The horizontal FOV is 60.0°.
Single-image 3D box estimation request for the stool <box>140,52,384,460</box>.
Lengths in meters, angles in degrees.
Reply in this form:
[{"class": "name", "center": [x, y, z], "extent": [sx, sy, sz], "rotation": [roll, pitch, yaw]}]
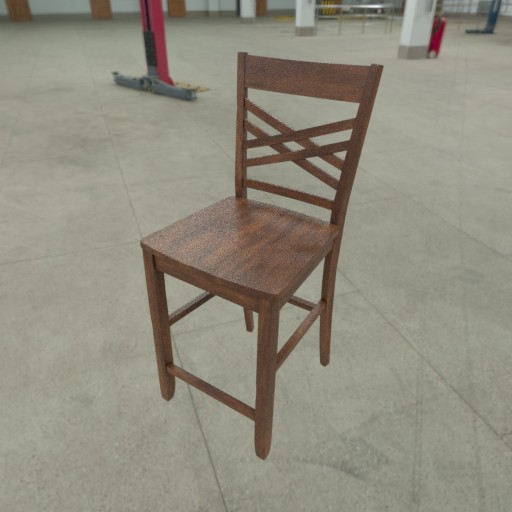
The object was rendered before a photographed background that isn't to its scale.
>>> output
[{"class": "stool", "center": [0.000, 0.000, 1.369], "extent": [0.462, 1.079, 0.539], "rotation": [20, 37, 29]}]
